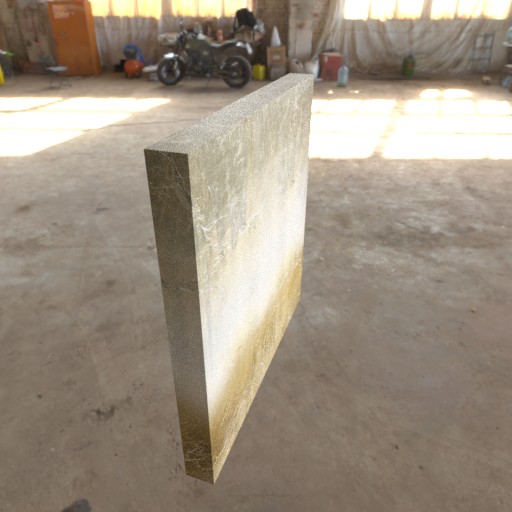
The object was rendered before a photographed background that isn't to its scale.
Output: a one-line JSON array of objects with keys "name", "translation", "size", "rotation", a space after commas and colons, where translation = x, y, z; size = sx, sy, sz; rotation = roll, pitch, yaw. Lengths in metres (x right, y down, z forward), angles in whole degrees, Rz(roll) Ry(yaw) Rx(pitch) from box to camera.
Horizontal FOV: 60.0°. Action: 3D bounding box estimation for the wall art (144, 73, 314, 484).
[{"name": "wall art", "translation": [0.000, 0.000, 0.600], "size": [0.038, 0.407, 0.405], "rotation": [10, 32, 17]}]
